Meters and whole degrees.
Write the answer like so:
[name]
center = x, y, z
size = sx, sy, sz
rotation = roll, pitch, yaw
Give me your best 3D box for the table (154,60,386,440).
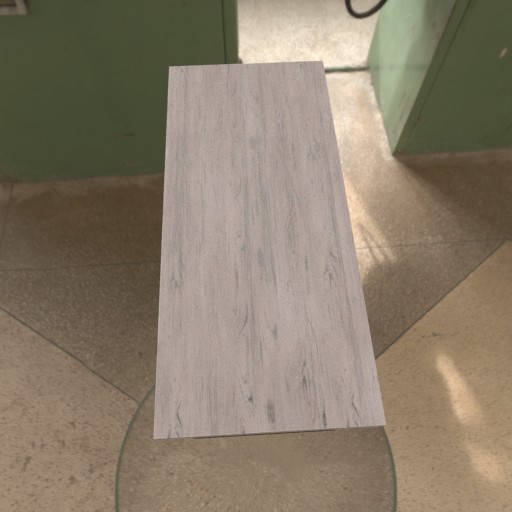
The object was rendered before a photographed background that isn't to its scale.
[table]
center = 0.000, 0.000, 2.304
size = 0.795, 0.899, 1.778
rotation = -3, 64, -1
